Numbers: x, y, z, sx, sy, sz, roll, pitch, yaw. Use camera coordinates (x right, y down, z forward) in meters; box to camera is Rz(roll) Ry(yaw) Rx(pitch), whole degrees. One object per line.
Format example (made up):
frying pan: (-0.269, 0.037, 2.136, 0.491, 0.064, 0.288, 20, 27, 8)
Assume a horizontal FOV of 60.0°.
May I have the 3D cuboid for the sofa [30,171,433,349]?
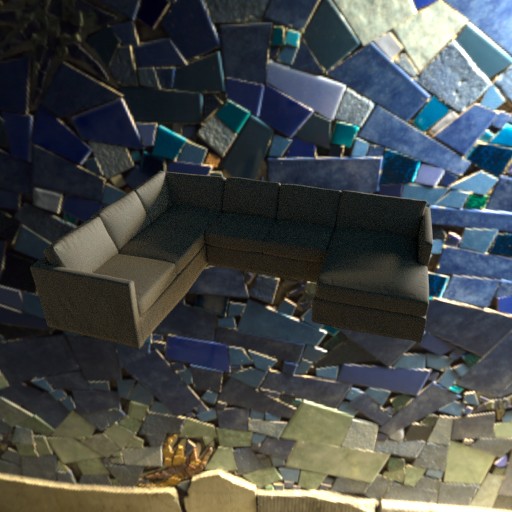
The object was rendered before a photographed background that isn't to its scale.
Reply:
sofa: (0.000, 0.000, 4.594, 3.460, 0.882, 2.427, 9, 31, 15)
